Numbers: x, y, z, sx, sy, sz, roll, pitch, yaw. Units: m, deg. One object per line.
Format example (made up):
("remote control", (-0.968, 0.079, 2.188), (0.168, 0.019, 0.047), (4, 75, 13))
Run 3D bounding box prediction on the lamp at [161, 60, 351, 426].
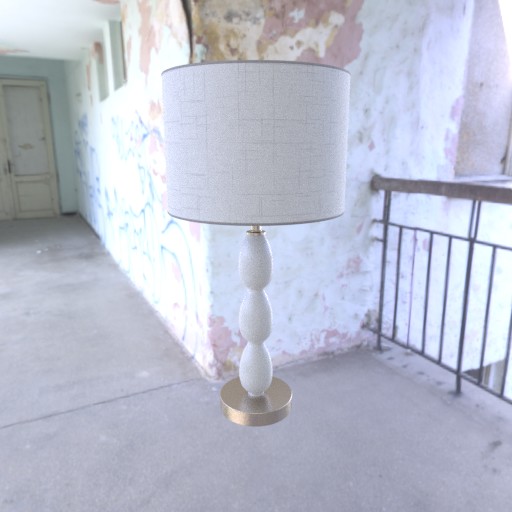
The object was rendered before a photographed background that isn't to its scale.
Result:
("lamp", (0.000, 0.000, 0.738), (0.282, 0.559, 0.280), (-7, 16, -24))
